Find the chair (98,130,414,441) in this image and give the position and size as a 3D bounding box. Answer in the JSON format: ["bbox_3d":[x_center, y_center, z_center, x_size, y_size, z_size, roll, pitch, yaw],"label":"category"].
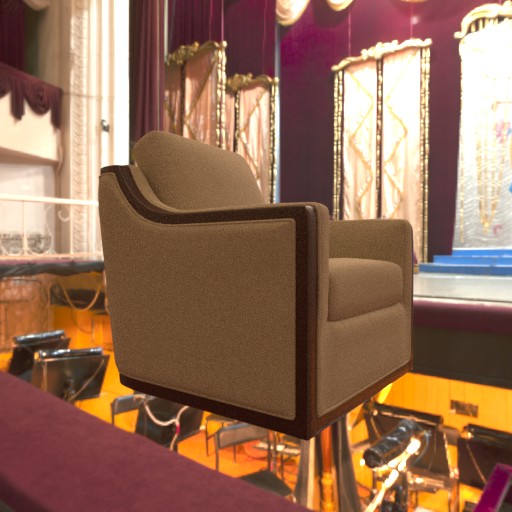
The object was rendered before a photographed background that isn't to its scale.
[{"bbox_3d":[0.000,0.000,1.691,0.950,0.930,0.870,0,1,36],"label":"chair"}]
